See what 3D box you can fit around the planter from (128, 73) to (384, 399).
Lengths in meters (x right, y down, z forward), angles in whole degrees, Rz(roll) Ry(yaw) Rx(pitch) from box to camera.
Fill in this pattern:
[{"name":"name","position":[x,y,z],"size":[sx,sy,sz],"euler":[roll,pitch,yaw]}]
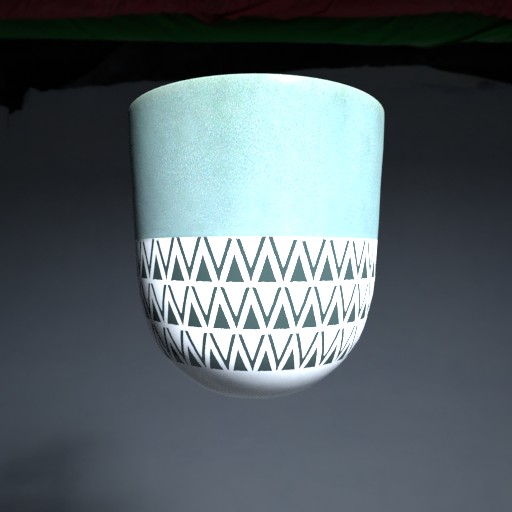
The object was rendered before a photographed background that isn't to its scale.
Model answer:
[{"name":"planter","position":[0.000,0.000,0.357],"size":[0.198,0.214,0.198],"euler":[0,0,0]}]
